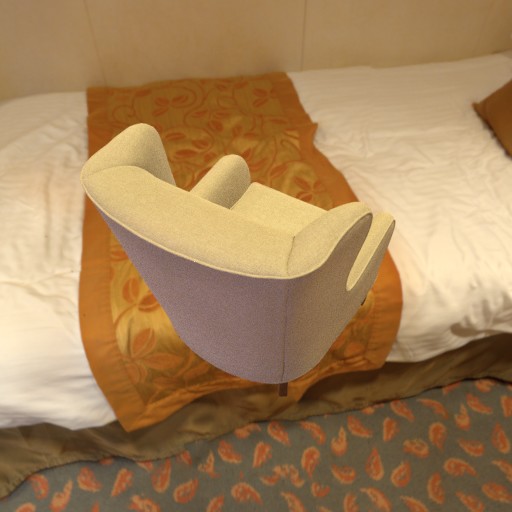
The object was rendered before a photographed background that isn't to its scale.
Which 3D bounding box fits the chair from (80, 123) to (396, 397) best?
[{"bbox_3d":[0.000,0.000,1.748,0.838,1.040,0.966,25,52,21],"label":"chair"}]
